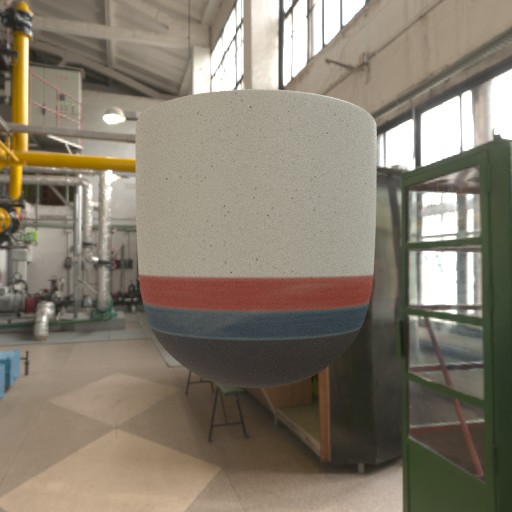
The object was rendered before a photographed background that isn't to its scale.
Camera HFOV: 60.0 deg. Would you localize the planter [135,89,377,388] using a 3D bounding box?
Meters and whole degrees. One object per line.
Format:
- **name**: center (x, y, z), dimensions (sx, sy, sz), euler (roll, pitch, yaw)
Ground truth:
- **planter**: center (0.000, 0.000, 0.387), dimensions (0.204, 0.214, 0.204), euler (0, -1, 0)
